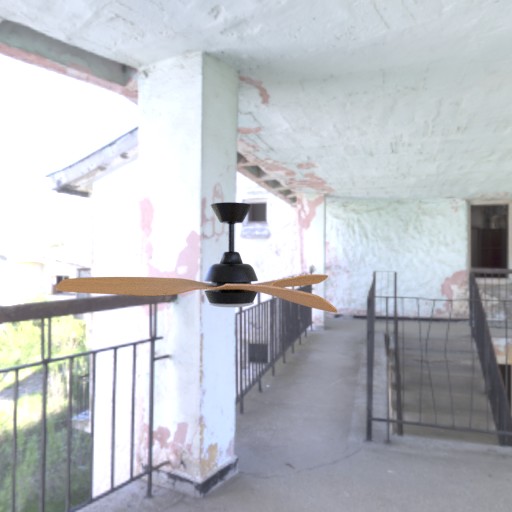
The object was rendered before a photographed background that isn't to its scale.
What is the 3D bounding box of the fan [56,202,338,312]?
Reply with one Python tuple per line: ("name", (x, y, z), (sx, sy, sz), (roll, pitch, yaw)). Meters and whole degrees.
("fan", (0.000, 0.000, 1.671), (1.142, 0.355, 1.010), (0, 0, 37))
